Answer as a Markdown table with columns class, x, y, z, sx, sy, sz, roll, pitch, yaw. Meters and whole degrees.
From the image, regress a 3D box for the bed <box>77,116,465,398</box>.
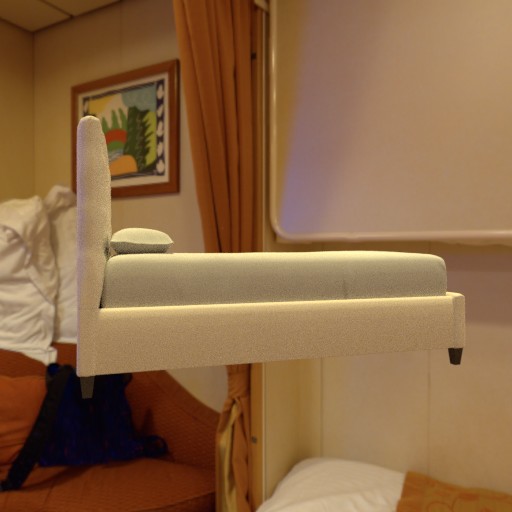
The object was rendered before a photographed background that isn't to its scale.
| class | x | y | z | sx | sy | sz | roll | pitch | yaw |
| --- | --- | --- | --- | --- | --- | --- | --- | --- | --- |
| bed | 0.000 | 0.000 | 3.355 | 2.387 | 1.427 | 1.698 | 0 | 0 | -17 |
